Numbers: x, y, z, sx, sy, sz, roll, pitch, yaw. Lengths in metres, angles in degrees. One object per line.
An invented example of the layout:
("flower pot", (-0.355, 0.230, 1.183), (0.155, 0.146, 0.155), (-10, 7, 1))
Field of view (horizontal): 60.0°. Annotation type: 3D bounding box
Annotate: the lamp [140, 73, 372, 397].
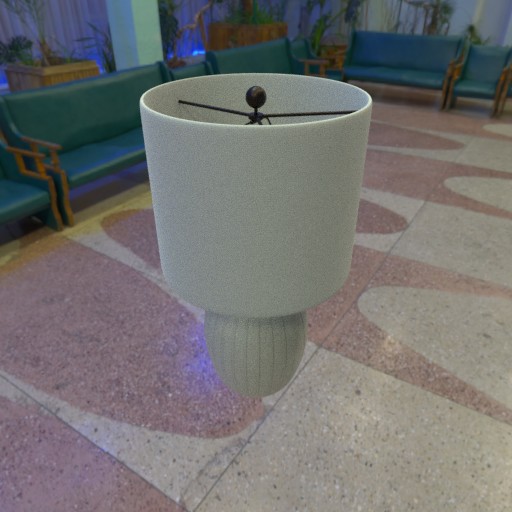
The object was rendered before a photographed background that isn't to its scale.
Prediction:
("lamp", (0.000, 0.000, 0.782), (0.328, 0.570, 0.328), (0, 32, 0))
